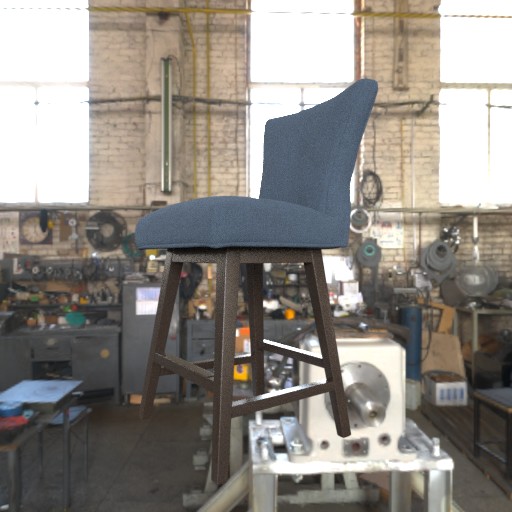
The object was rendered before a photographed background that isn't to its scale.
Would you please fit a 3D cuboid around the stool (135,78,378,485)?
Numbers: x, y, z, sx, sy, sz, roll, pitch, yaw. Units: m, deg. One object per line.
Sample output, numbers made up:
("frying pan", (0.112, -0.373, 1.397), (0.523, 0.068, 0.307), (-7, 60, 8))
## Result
("stool", (0.000, 0.000, 1.316), (0.574, 1.000, 0.514), (0, 0, -34))
